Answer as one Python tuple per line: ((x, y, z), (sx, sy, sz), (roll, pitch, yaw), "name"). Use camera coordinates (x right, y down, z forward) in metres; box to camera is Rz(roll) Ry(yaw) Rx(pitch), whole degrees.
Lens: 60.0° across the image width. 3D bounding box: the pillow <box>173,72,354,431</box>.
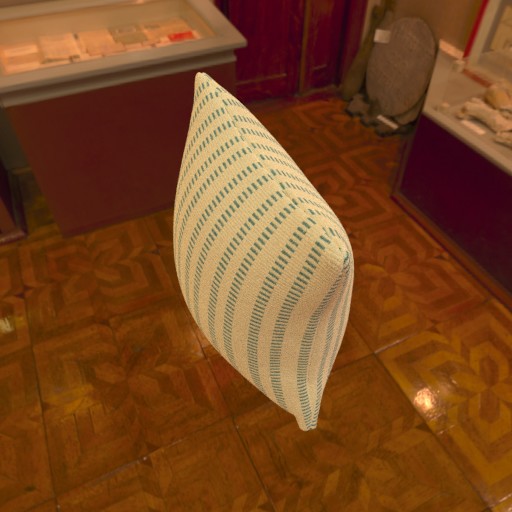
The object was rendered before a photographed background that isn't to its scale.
((0.000, 0.000, 0.705), (0.247, 0.419, 0.438), (-18, 50, -16), "pillow")
